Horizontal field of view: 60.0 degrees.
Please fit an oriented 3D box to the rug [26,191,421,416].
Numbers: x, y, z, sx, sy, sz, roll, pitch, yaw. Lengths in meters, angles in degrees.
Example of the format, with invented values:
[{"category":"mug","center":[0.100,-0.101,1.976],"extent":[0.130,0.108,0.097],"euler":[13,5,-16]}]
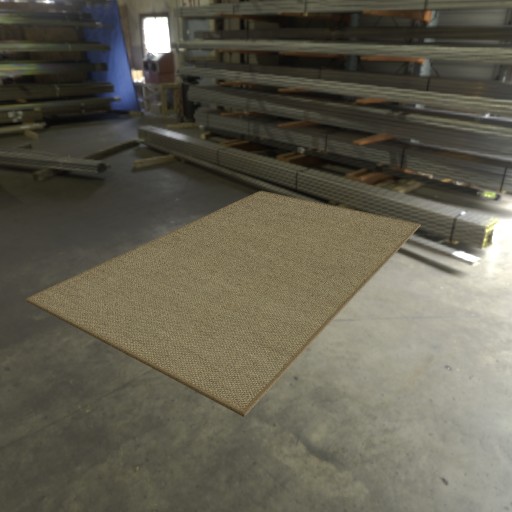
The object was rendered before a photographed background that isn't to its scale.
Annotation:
[{"category":"rug","center":[0.000,0.000,2.086],"extent":[1.062,0.013,1.667],"euler":[17,31,30]}]
